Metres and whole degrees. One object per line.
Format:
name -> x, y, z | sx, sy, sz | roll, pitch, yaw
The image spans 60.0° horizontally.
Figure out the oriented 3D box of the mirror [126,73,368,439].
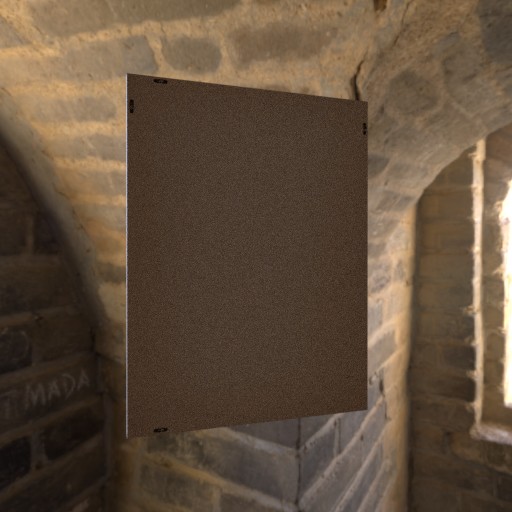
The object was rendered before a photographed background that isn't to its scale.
mirror -> 0.000, 0.000, 1.361 | 0.762, 1.016, 0.041 | 0, 0, -17
